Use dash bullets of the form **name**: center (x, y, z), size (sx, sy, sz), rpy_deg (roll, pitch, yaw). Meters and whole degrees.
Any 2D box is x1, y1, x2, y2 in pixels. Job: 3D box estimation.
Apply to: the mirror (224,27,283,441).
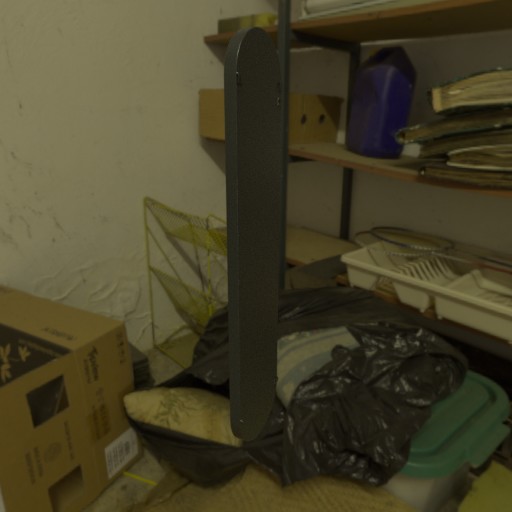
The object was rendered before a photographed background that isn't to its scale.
- **mirror**: center (0.000, 0.000, 1.064), size (0.032, 0.991, 0.222), rpy_deg (8, 18, 25)
